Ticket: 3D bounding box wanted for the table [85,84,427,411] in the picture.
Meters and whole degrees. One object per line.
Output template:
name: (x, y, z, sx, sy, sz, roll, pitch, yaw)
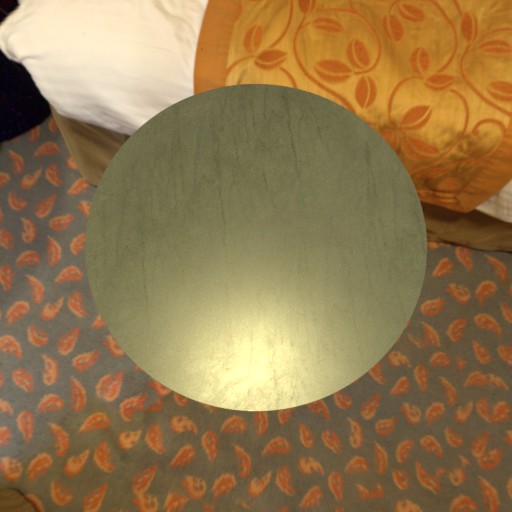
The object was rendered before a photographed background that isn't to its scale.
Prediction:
table: (0.000, 0.000, 1.259, 0.800, 0.450, 0.800, 0, 75, 0)
